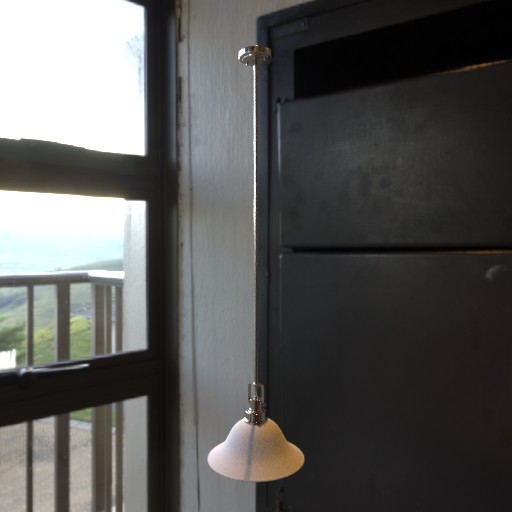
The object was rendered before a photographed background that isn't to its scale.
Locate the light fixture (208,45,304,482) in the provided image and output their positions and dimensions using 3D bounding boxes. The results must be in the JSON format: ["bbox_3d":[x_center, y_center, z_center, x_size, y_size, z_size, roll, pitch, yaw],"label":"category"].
[{"bbox_3d":[0.000,0.000,1.486,0.324,1.354,0.324,0,0,35],"label":"light fixture"}]
